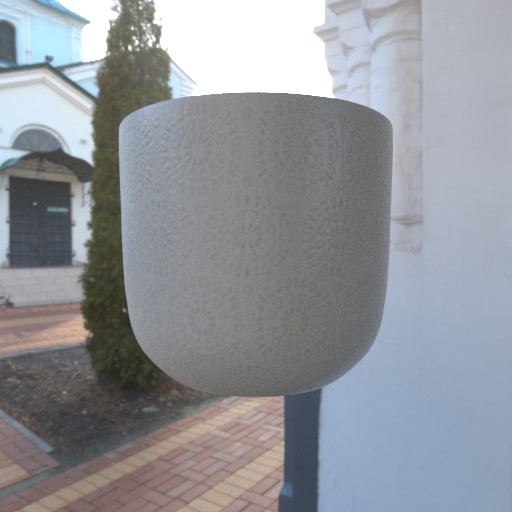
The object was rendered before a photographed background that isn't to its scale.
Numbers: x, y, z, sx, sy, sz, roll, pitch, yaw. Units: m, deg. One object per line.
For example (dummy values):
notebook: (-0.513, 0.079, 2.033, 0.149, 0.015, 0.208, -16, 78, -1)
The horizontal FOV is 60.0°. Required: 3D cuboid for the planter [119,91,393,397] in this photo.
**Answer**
planter: (0.000, 0.000, 0.354, 0.208, 0.190, 0.208, 0, 1, 0)
